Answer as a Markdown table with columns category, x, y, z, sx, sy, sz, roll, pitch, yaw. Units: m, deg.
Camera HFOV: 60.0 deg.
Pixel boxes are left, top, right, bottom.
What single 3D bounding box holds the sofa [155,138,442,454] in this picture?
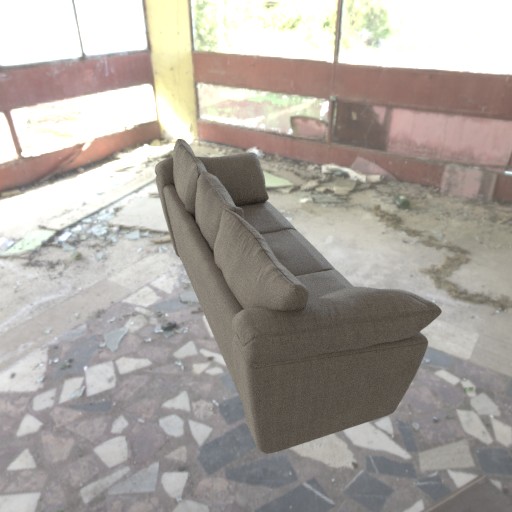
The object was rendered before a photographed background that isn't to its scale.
| category | x | y | z | sx | sy | sz | roll | pitch | yaw |
| --- | --- | --- | --- | --- | --- | --- | --- | --- | --- |
| sofa | 0.000 | 0.000 | 2.803 | 0.878 | 0.996 | 2.334 | -10 | 32 | -17 |
